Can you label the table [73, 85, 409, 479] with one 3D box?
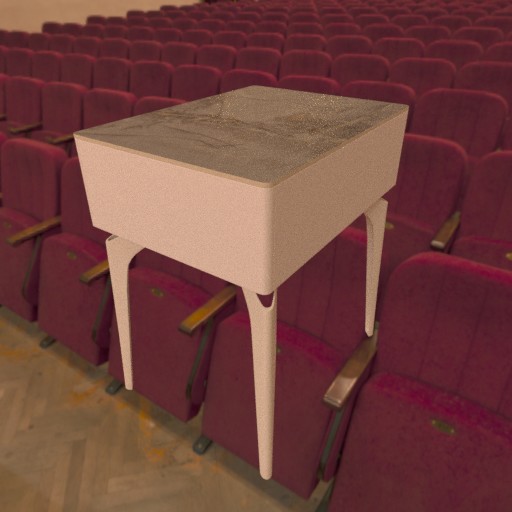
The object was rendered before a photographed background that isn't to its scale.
[{"bbox_3d":[0.000,0.000,0.928,0.400,0.570,0.500,20,36,29],"label":"table"}]
